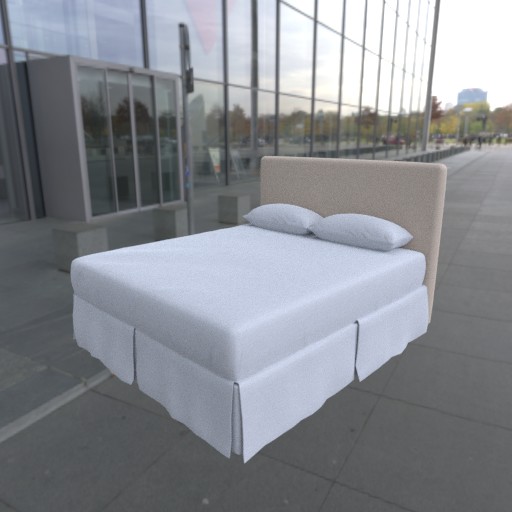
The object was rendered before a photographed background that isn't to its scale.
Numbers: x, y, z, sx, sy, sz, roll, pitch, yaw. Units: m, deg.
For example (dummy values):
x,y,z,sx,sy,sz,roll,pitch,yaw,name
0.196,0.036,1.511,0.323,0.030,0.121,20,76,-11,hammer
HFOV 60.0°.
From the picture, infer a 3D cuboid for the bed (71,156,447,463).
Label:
x,y,z,sx,sy,sz,roll,pitch,yaw,name
0.000,0.000,3.259,1.884,1.330,2.142,15,21,43,bed
